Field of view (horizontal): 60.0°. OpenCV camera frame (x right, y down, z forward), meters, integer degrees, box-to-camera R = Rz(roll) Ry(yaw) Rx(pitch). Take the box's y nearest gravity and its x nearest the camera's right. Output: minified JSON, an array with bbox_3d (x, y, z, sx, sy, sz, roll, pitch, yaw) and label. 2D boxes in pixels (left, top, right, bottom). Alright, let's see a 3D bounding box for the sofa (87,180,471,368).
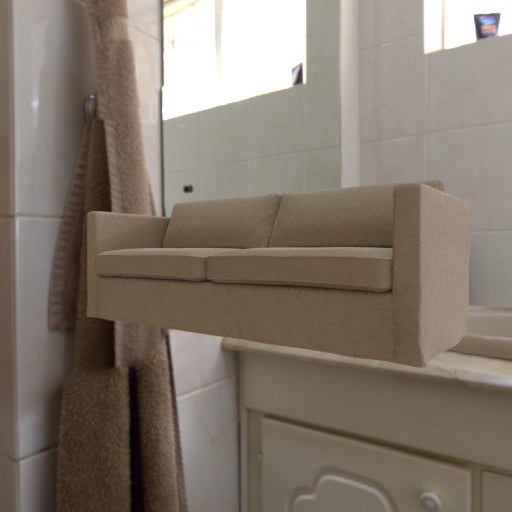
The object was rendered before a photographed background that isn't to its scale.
[{"bbox_3d":[0.000,0.000,2.768,2.312,0.853,0.962,0,1,37],"label":"sofa"}]
